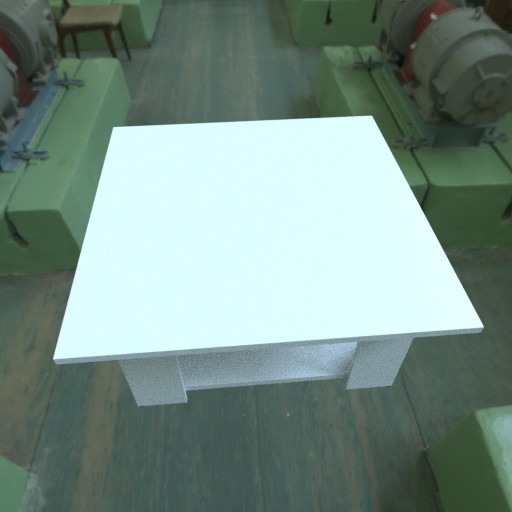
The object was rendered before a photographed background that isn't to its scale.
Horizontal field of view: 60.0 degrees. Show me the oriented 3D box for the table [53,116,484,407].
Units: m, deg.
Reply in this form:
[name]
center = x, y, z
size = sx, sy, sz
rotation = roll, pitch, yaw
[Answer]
[table]
center = 0.000, 0.000, 1.027
size = 0.670, 0.305, 0.670
rotation = -4, 46, -3
